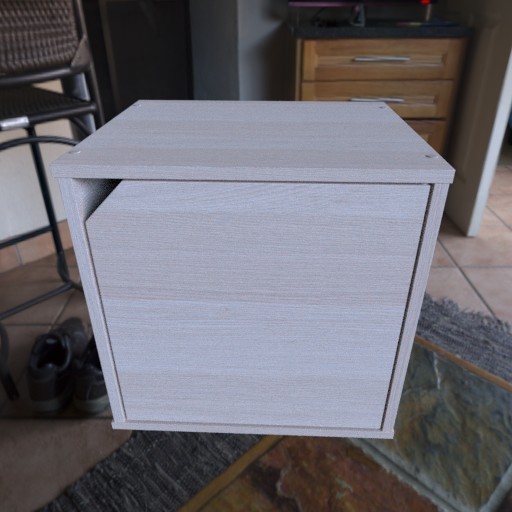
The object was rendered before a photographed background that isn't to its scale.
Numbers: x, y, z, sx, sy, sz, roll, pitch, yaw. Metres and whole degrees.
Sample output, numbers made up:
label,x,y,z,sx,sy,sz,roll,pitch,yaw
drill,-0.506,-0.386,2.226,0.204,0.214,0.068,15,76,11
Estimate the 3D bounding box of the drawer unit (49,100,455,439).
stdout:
label,x,y,z,sx,sy,sz,roll,pitch,yaw
drawer unit,0.000,0.000,0.591,0.349,0.344,0.290,1,30,2
